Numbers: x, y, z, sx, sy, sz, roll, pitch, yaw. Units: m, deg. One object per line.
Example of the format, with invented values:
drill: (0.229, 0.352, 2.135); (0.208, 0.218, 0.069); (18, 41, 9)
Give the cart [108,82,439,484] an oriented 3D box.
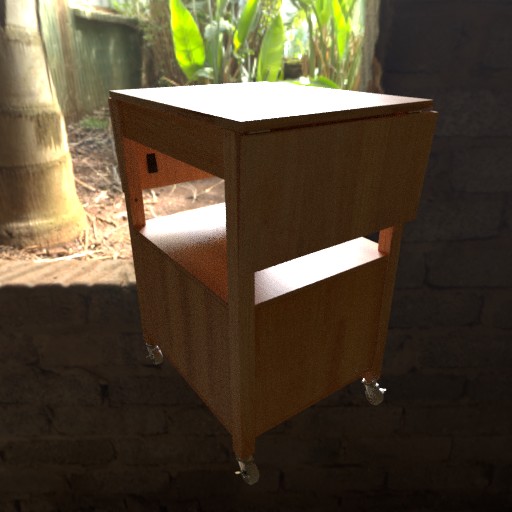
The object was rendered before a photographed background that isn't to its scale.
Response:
cart: (0.000, 0.000, 1.221); (0.508, 0.838, 0.640); (-17, 31, -32)
